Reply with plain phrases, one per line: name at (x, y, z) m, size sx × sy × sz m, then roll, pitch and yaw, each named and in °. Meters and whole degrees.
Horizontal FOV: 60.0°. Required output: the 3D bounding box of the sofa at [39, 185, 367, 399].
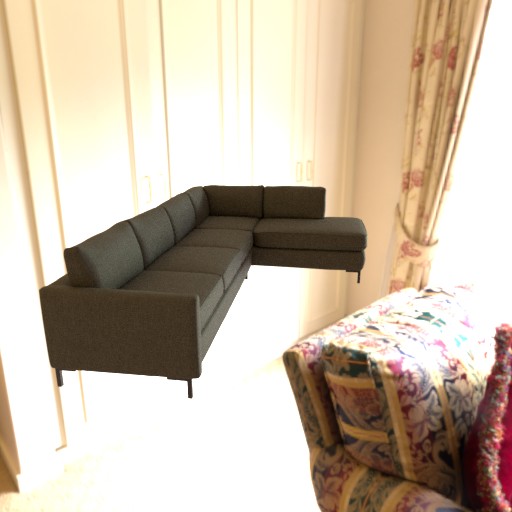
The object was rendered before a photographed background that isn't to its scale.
sofa at (0.000, 0.000, 3.729) m, size 1.984 × 0.858 × 2.972 m, roll 2°, pitch 17°, yaw 8°
